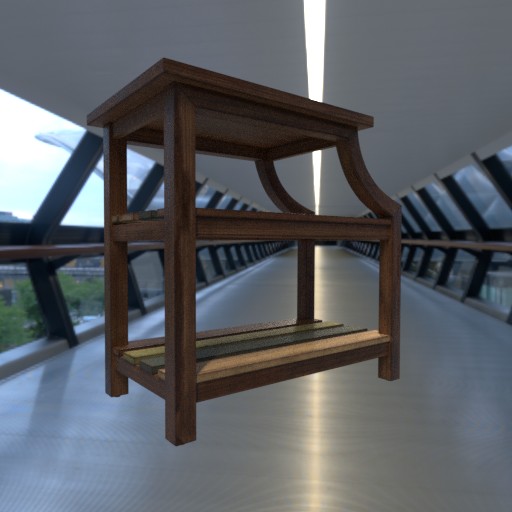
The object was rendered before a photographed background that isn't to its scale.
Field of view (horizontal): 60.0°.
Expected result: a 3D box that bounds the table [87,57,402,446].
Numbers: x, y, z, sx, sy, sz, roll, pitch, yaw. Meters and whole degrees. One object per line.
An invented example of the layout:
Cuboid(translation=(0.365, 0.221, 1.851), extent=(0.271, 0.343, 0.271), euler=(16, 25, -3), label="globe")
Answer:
Cuboid(translation=(0.000, 0.000, 0.967), extent=(0.609, 0.584, 0.356), euler=(-1, 2, -38), label="table")
